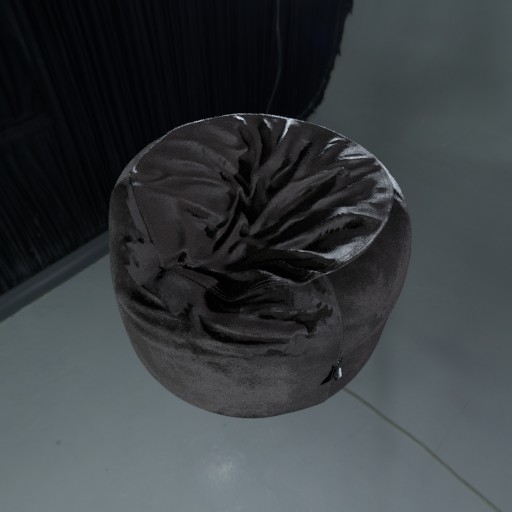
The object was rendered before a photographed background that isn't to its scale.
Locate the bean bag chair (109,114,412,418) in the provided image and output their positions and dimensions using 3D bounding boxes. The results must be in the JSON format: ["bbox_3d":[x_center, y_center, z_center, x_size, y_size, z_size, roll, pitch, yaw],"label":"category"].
[{"bbox_3d":[0.000,0.000,1.438,0.918,0.605,0.918,0,47,0],"label":"bean bag chair"}]
